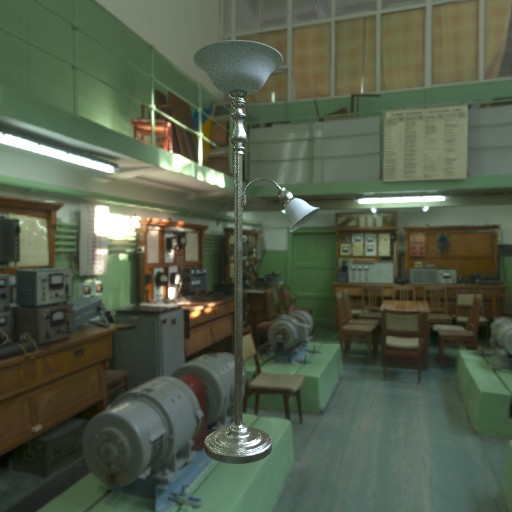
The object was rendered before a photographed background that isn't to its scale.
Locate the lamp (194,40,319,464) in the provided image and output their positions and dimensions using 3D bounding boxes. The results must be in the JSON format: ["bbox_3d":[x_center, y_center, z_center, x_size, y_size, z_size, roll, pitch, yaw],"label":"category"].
[{"bbox_3d":[0.000,0.000,2.020,0.575,1.785,0.405,0,1,17],"label":"lamp"}]
